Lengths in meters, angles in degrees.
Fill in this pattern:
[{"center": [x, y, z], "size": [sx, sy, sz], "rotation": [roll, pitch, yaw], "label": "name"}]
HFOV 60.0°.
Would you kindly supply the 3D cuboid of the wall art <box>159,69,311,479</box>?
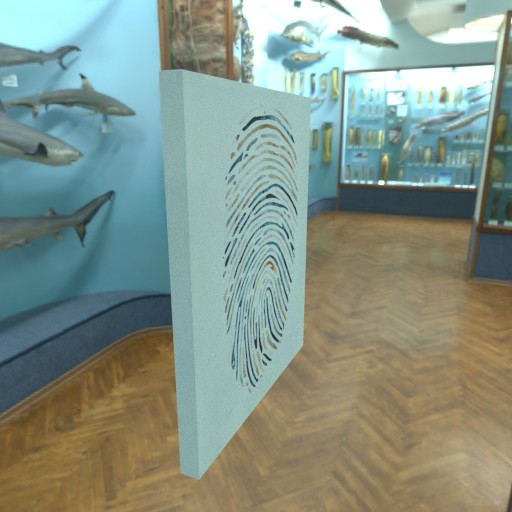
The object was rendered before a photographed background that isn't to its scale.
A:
[{"center": [0.000, 0.000, 0.851], "size": [0.037, 0.606, 0.508], "rotation": [7, 17, 24], "label": "wall art"}]
